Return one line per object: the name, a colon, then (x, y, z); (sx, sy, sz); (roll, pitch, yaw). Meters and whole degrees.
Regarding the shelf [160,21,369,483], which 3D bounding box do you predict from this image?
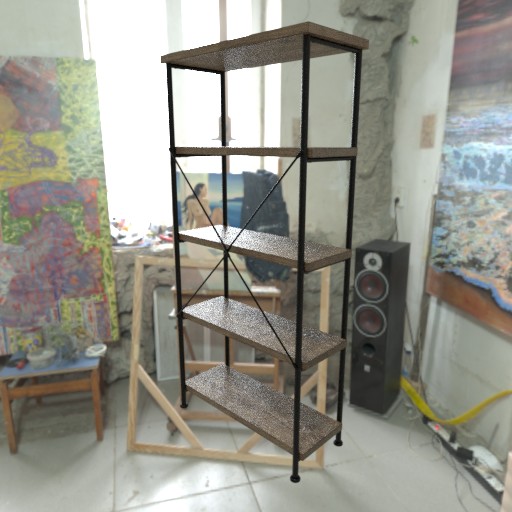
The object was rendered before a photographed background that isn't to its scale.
shelf: (0.000, 0.000, 1.969); (0.800, 1.700, 0.360); (14, 20, 42)
